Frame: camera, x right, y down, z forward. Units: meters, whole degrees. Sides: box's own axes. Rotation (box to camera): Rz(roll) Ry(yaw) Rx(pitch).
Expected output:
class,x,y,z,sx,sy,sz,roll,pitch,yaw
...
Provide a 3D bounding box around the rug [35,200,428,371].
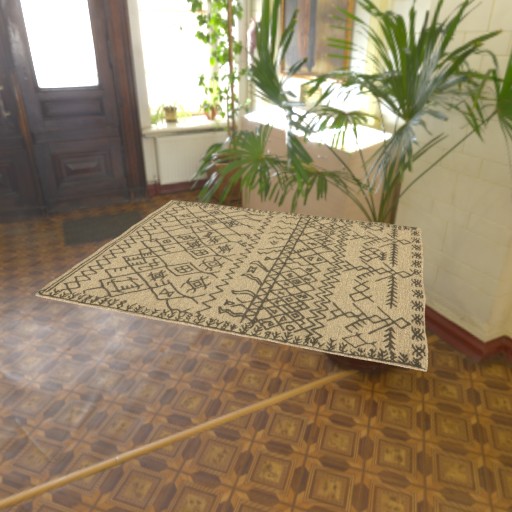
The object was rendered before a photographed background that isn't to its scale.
class,x,y,z,sx,sy,sz,roll,pitch,yaw
rug,0.000,0.000,3.407,2.455,0.025,1.964,8,28,16
